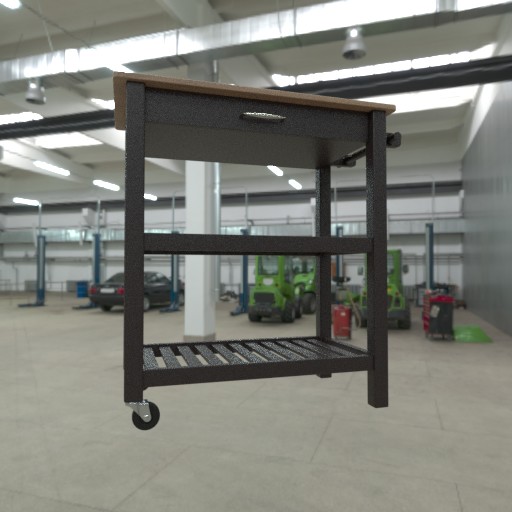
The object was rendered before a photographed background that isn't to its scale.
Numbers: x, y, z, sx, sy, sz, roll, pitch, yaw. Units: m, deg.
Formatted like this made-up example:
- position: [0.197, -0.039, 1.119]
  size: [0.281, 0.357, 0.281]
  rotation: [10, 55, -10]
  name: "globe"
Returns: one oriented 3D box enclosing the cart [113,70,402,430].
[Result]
- position: [0.000, 0.000, 1.462]
  size: [0.899, 0.927, 0.457]
  rotation: [0, -2, -17]
  name: "cart"
